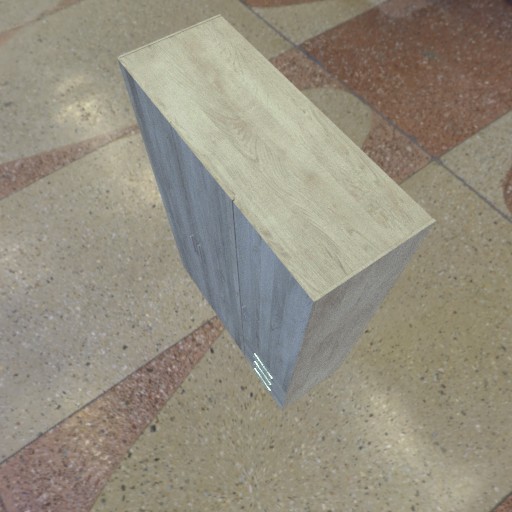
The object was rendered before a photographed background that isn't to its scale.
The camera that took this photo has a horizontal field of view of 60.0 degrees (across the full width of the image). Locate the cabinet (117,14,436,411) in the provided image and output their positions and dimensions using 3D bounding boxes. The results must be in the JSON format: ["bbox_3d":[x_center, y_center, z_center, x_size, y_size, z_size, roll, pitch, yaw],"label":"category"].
[{"bbox_3d":[0.000,0.000,2.440,0.510,1.910,1.290,-31,66,-16],"label":"cabinet"}]
